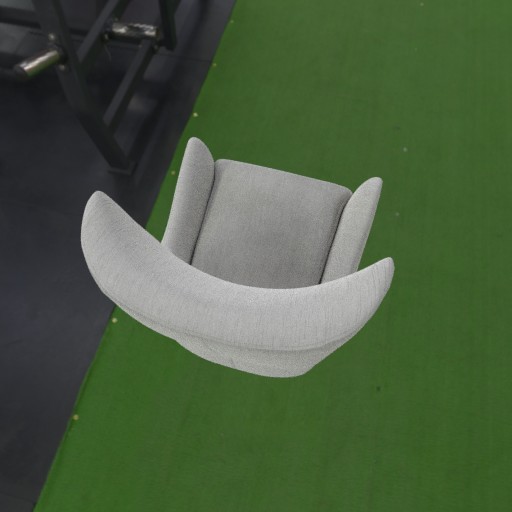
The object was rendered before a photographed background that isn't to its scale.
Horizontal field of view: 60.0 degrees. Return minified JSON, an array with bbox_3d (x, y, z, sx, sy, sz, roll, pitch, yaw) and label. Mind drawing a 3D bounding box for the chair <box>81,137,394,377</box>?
[{"bbox_3d":[0.000,0.000,1.597,0.779,1.000,0.904,14,64,7],"label":"chair"}]
